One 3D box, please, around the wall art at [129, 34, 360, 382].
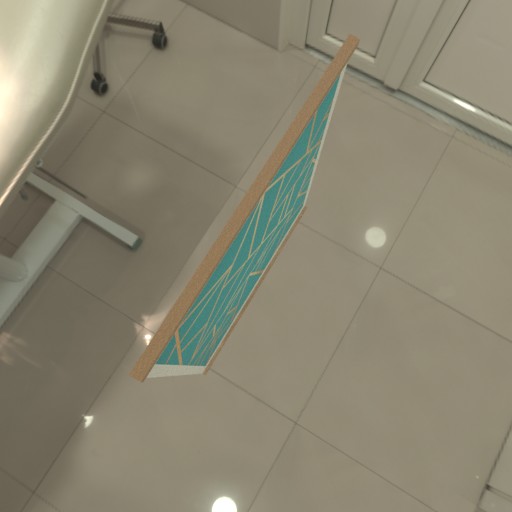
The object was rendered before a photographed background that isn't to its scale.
[{"bbox_3d":[0.000,0.000,0.669,0.012,0.508,0.405,30,78,7],"label":"wall art"}]
